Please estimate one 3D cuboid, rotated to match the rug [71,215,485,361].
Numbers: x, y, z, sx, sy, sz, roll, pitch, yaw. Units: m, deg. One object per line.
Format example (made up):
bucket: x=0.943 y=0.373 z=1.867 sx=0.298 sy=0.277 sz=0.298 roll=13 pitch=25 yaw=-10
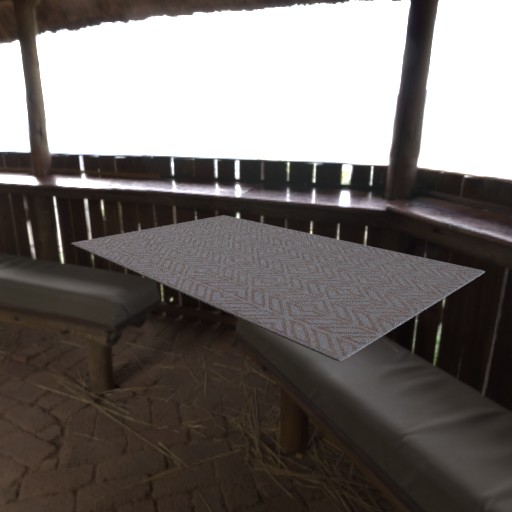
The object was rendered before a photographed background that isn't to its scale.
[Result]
rug: x=0.000 y=0.000 z=3.009 sx=1.523 sy=0.008 sz=2.438 roll=-16 pitch=23 yaw=-42
